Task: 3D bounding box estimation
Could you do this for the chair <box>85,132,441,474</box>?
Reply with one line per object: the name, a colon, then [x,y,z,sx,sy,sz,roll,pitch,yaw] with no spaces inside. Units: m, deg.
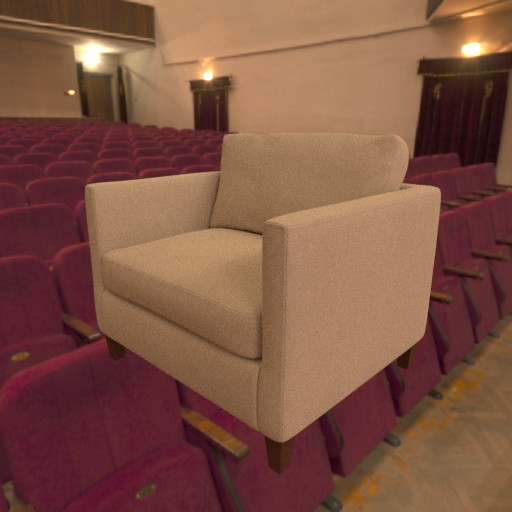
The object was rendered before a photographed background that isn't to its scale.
chair: [0.000,0.000,1.797,1.107,0.961,0.959,15,22,42]
